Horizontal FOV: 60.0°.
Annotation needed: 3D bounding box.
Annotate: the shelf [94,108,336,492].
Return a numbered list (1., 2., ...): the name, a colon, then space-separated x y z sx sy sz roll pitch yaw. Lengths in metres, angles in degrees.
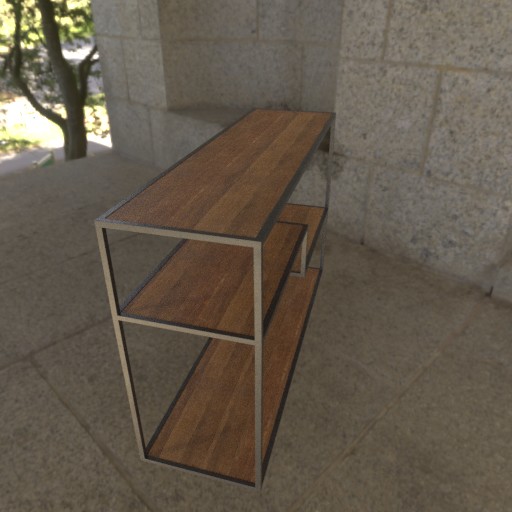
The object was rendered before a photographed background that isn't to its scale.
1. shelf: 0.000 0.000 1.559 0.361 0.765 1.201 8 30 14
